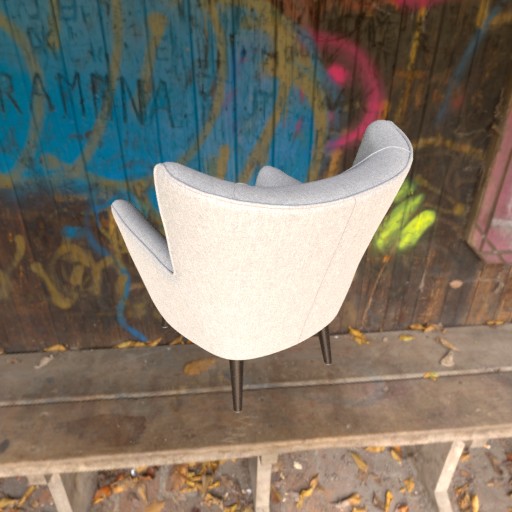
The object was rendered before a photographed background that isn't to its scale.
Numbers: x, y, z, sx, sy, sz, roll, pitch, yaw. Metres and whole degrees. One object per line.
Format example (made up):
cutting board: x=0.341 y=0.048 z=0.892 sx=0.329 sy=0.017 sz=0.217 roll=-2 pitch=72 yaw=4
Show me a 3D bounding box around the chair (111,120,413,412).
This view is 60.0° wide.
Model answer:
chair: x=0.000 y=0.000 z=1.584 sx=0.781 sy=0.933 sz=0.888 roll=-19 pitch=36 yaw=-28
